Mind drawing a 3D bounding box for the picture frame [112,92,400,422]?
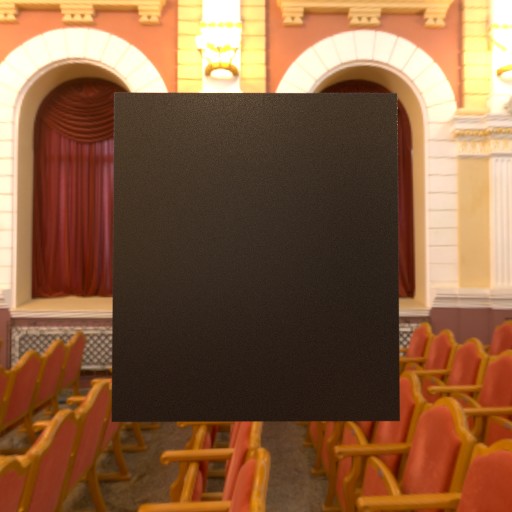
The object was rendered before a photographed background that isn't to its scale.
[{"bbox_3d":[0.000,0.000,0.526,0.328,0.378,0.034,0,-1,0],"label":"picture frame"}]
